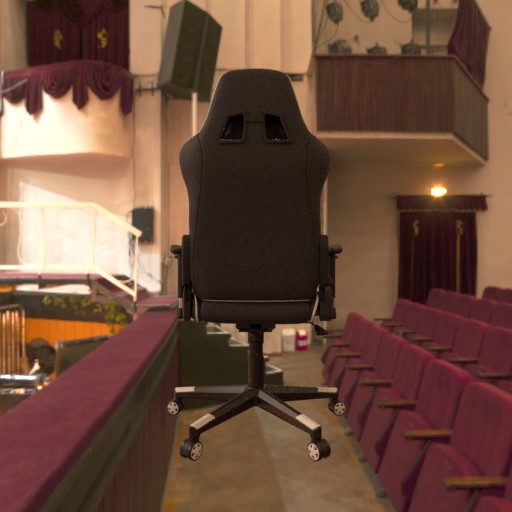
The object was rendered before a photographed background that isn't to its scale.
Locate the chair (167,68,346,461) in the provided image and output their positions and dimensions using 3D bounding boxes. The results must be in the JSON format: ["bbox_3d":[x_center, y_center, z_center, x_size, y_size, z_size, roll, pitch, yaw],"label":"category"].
[{"bbox_3d":[0.000,0.000,1.669,0.700,1.240,0.700,0,0,1],"label":"chair"}]
